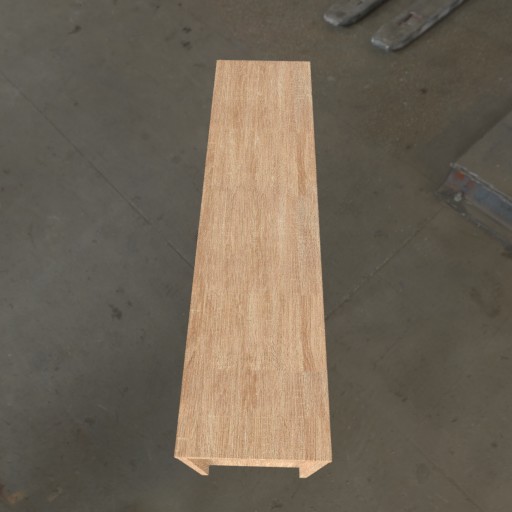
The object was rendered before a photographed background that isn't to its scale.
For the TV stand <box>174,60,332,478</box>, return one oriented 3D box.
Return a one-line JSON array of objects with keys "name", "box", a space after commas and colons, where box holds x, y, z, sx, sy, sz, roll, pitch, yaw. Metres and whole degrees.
[{"name": "TV stand", "box": [0.000, 0.000, 1.681, 0.398, 0.610, 1.466, 1, 60, 1]}]
